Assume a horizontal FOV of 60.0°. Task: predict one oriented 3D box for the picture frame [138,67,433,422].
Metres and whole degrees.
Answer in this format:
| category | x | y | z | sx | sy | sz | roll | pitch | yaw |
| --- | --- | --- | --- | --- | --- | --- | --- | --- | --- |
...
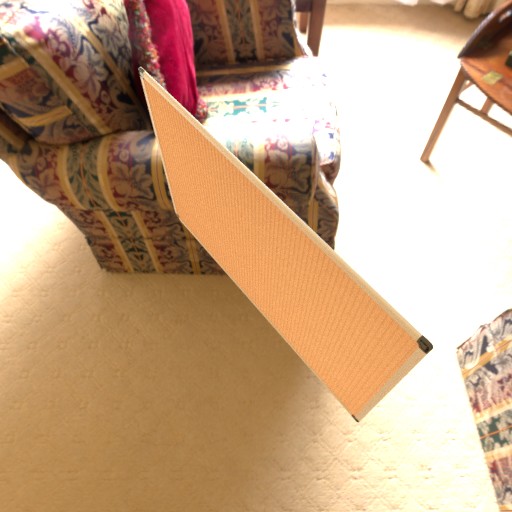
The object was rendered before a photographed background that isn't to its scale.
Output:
| category | x | y | z | sx | sy | sz | roll | pitch | yaw |
| --- | --- | --- | --- | --- | --- | --- | --- | --- | --- |
| picture frame | 0.000 | 0.000 | 1.138 | 0.010 | 0.600 | 0.900 | -34 | 65 | -19 |
